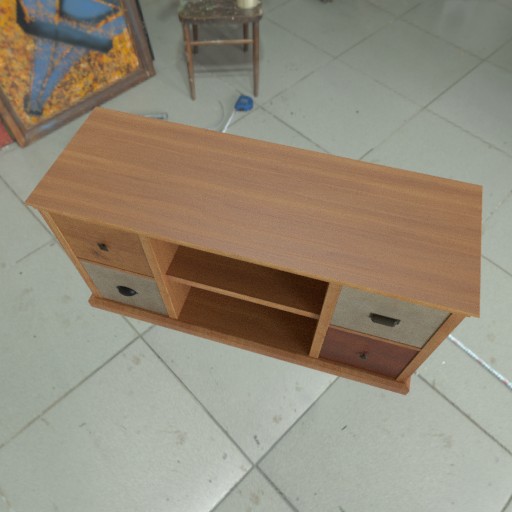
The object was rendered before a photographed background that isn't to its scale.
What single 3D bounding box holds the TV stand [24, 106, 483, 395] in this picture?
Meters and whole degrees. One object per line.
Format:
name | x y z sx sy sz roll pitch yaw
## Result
TV stand | 0.000 0.000 1.449 1.181 0.607 0.417 14 58 9
